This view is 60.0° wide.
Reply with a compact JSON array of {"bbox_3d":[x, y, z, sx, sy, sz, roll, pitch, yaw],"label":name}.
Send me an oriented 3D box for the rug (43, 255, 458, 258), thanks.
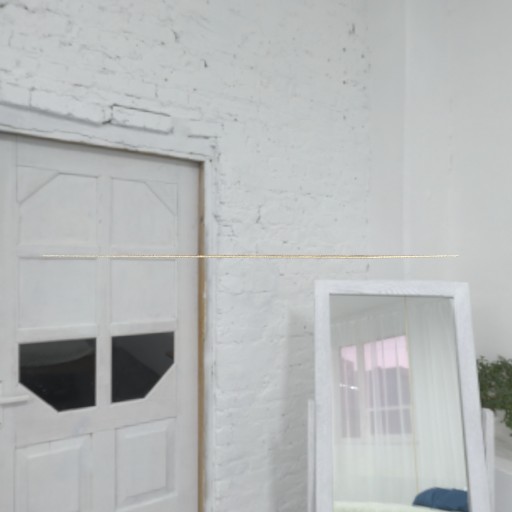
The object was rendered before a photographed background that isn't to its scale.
[{"bbox_3d":[0.000,0.000,4.008,2.977,0.008,2.380,0,0,35],"label":"rug"}]
